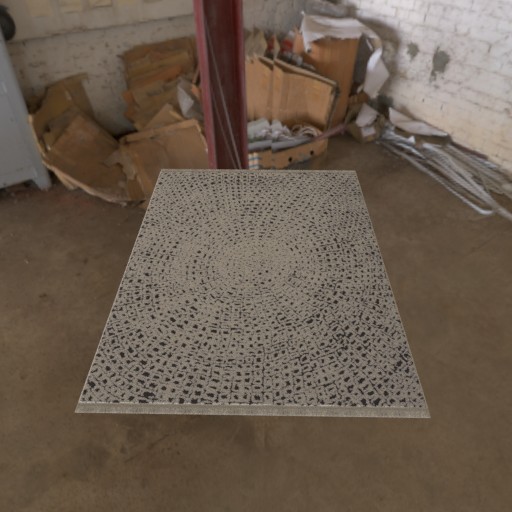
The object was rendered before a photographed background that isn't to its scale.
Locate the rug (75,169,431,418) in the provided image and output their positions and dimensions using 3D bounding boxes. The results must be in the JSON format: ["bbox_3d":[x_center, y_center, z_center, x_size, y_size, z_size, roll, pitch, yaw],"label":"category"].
[{"bbox_3d":[0.000,0.000,2.101,1.190,0.003,1.634,1,40,1],"label":"rug"}]
